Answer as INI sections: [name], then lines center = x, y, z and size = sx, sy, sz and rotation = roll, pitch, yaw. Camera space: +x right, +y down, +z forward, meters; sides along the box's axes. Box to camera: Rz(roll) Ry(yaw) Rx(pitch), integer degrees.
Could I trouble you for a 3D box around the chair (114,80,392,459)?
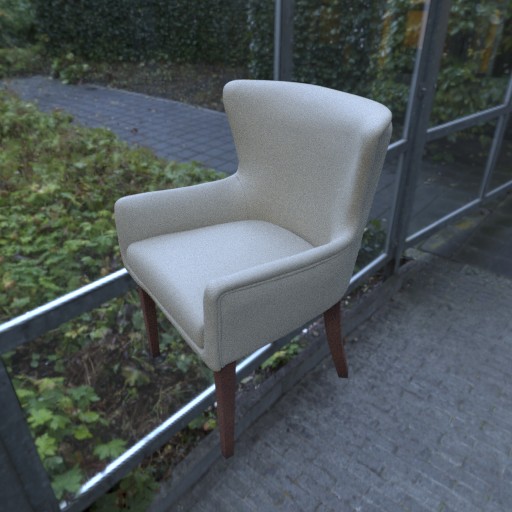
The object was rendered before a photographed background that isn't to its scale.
[chair]
center = 0.000, 0.000, 1.415
size = 0.686, 0.952, 0.660
rotation = -20, 37, -30
